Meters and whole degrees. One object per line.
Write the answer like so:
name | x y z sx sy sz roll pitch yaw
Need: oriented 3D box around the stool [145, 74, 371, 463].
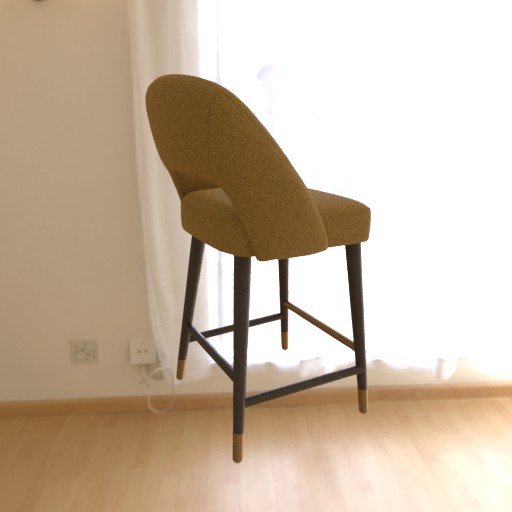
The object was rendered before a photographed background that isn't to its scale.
stool | 0.000 0.000 1.267 0.522 0.939 0.536 -9 19 -28
